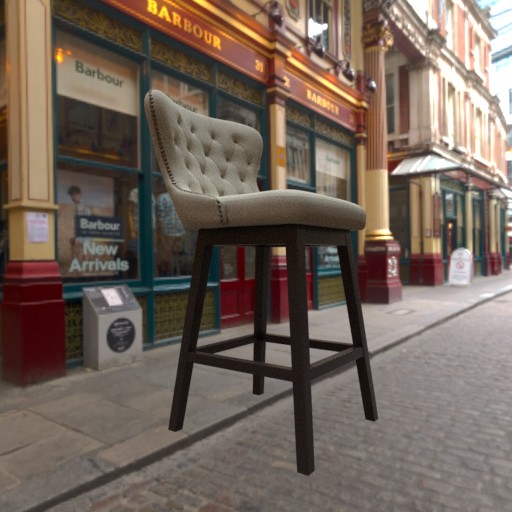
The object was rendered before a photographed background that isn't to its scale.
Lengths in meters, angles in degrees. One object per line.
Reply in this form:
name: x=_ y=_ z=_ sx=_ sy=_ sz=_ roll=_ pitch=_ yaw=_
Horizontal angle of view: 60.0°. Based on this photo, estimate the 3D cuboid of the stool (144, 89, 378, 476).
stool: x=0.000 y=0.000 z=1.323 sx=0.593 sy=0.971 sz=0.528 roll=0 pitch=0 yaw=36
